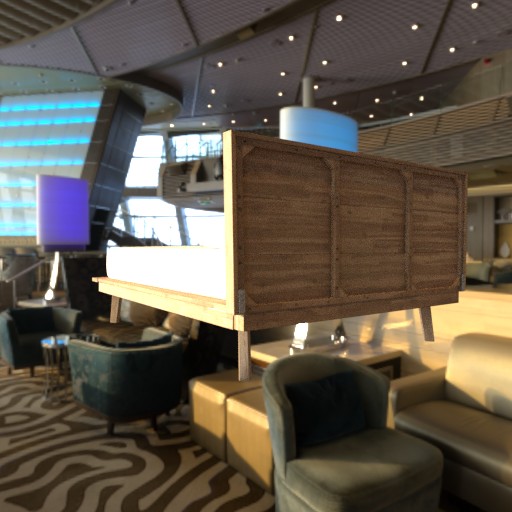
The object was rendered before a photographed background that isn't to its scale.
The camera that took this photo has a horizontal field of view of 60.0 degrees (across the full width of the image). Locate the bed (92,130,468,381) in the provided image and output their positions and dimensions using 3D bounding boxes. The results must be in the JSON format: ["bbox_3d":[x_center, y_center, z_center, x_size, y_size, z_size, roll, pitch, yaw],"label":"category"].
[{"bbox_3d":[0.000,0.000,3.157,1.759,1.071,2.145,-1,2,-35],"label":"bed"}]
